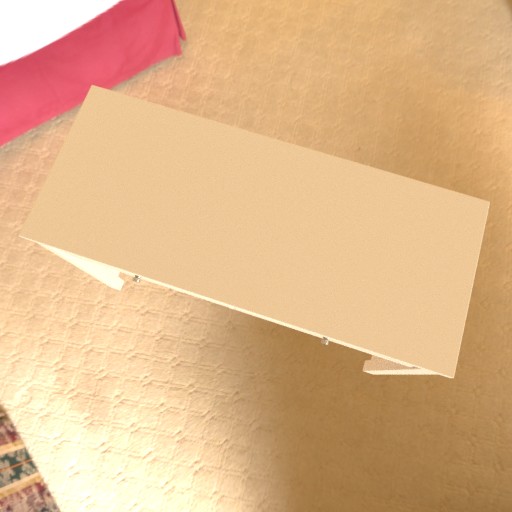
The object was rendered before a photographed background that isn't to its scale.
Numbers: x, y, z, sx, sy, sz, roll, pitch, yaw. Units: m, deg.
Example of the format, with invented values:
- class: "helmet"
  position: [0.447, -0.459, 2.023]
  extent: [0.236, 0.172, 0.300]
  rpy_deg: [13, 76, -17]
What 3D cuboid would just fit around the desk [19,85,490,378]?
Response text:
- class: "desk"
  position: [0.000, 0.000, 1.573]
  extent: [1.191, 0.762, 0.504]
  rpy_deg: [18, 76, 5]
